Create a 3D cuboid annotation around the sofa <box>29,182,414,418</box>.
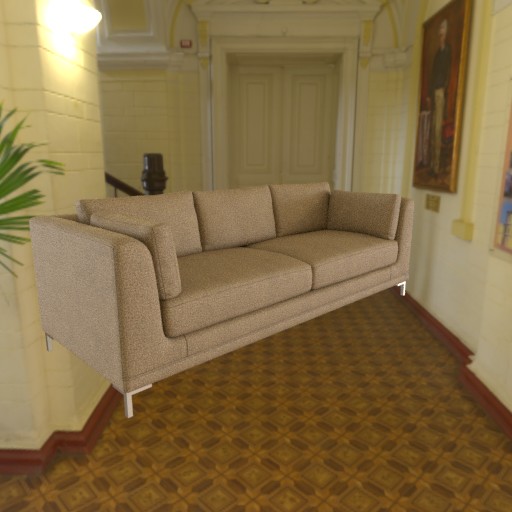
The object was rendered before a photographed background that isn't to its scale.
[{"bbox_3d":[0.000,0.000,2.892,2.415,0.867,0.969,-12,18,-43],"label":"sofa"}]
